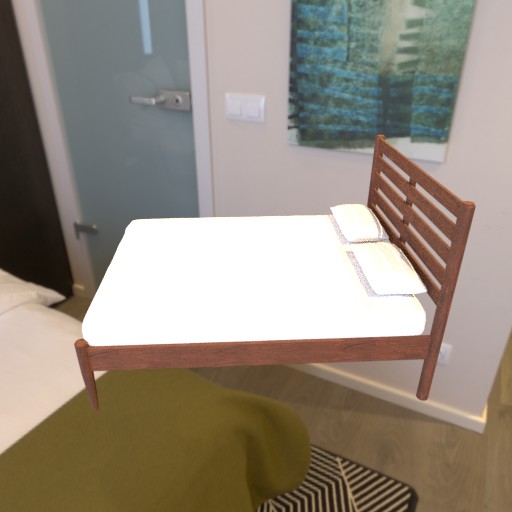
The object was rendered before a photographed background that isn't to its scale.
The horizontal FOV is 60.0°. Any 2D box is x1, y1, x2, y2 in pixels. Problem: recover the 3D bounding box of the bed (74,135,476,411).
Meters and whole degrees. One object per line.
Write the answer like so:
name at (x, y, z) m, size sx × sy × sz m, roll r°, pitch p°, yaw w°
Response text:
bed at (0.000, 0.000, 3.078) m, size 2.093 × 1.304 × 1.509 m, roll -1°, pitch 28°, yaw -3°
